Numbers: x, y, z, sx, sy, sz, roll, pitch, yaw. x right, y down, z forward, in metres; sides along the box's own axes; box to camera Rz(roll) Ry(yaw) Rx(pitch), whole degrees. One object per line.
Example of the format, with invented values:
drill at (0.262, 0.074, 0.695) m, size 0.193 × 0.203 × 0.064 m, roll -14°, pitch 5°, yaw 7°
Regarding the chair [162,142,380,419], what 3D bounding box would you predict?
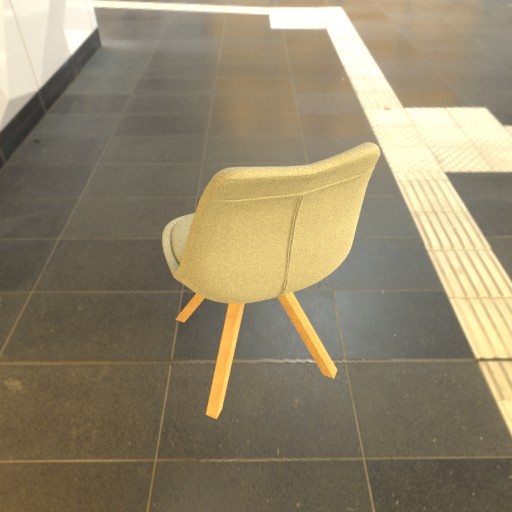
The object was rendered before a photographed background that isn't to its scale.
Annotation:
chair at (0.000, 0.000, 1.207) m, size 0.474 × 0.863 × 0.549 m, roll -14°, pitch 43°, yaw -15°
